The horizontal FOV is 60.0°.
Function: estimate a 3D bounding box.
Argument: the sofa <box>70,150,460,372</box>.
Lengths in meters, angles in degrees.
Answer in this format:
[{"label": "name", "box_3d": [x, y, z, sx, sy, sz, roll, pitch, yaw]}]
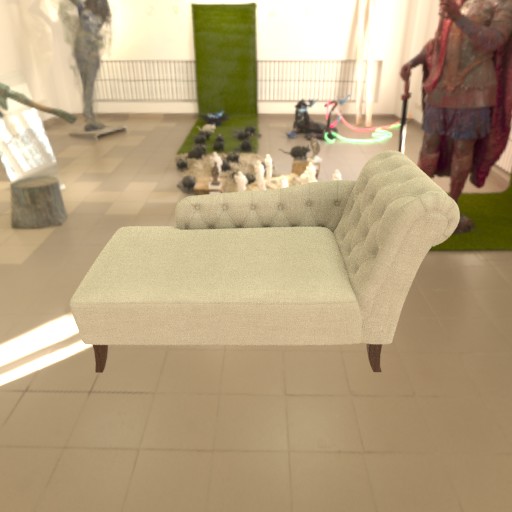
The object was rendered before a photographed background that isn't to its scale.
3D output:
[{"label": "sofa", "box_3d": [0.000, 0.000, 1.901, 1.379, 0.787, 0.675, 0, 28, 0]}]
